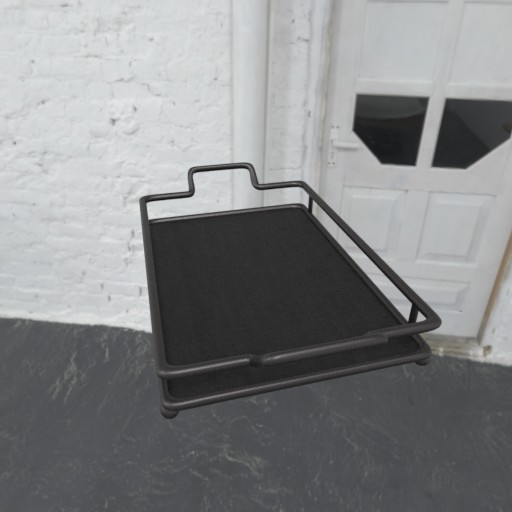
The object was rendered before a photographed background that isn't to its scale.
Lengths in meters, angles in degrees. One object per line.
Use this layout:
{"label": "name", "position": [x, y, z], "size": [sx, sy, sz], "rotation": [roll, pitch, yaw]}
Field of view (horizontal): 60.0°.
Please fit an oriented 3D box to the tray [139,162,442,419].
{"label": "tray", "position": [0.000, 0.000, 0.607], "size": [0.297, 0.101, 0.495], "rotation": [-8, 31, -13]}
